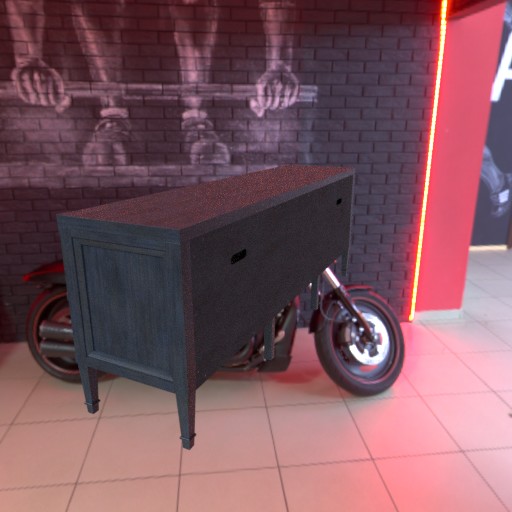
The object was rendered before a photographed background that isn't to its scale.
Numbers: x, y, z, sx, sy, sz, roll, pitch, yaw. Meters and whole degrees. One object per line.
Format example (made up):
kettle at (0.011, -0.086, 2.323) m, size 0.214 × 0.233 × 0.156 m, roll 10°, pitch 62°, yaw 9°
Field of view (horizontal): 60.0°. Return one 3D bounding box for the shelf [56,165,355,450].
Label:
shelf at (0.000, 0.000, 2.184) m, size 0.471 × 0.715 × 1.878 m, roll 8°, pitch 19°, yaw 25°
